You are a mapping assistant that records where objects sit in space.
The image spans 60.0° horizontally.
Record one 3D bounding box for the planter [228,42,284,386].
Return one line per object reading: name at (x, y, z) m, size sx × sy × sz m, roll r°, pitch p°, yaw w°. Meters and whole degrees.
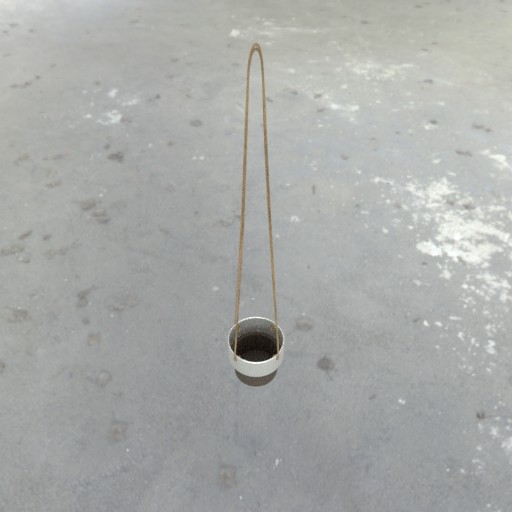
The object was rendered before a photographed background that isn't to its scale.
planter at (0.000, 0.000, 1.195) m, size 0.187 × 1.073 × 0.187 m, roll -1°, pitch 43°, yaw -1°
